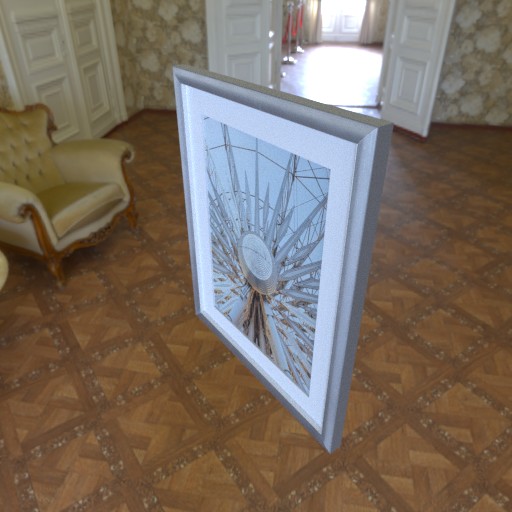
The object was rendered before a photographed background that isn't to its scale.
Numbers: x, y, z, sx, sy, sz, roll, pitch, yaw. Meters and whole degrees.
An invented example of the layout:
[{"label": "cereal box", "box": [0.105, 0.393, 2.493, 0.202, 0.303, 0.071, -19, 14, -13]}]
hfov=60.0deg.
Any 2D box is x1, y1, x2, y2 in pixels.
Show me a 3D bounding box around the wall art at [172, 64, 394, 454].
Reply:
[{"label": "wall art", "box": [0.000, 0.000, 0.769, 0.029, 0.558, 0.458, -21, 38, -30]}]
